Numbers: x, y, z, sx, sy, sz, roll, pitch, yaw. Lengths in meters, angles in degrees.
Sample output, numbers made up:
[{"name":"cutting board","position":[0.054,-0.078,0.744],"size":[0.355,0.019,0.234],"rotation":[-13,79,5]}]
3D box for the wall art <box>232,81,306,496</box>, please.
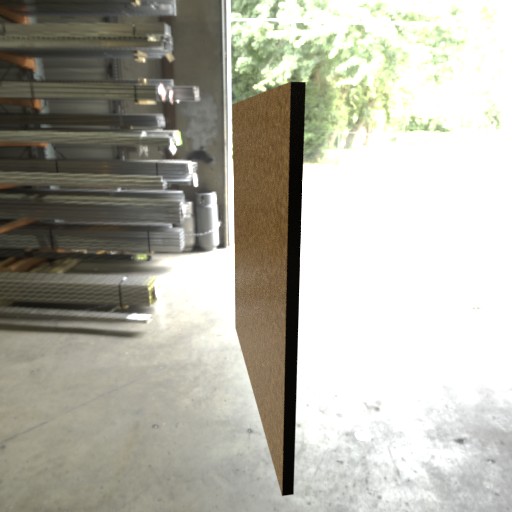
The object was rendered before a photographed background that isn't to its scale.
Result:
[{"name":"wall art","position":[0.000,0.000,0.658],"size":[0.014,0.445,0.446],"rotation":[-3,17,-9]}]
